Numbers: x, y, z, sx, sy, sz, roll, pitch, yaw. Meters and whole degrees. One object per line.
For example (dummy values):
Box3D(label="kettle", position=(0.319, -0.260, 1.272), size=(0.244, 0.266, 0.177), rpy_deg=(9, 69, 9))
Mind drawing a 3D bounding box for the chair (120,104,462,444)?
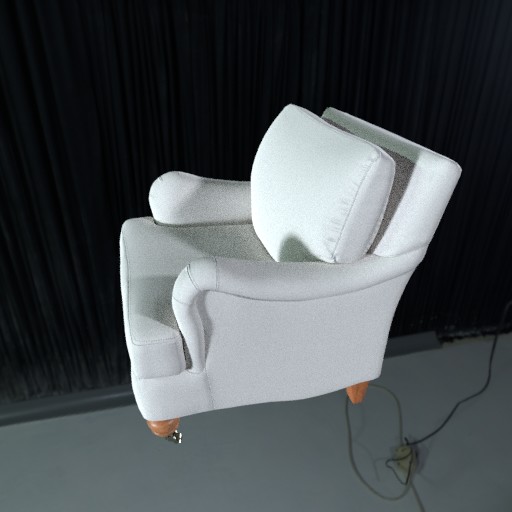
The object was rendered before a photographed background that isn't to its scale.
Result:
Box3D(label="chair", position=(0.000, 0.000, 1.799), size=(1.070, 1.038, 0.955), rpy_deg=(-8, 30, -14))
